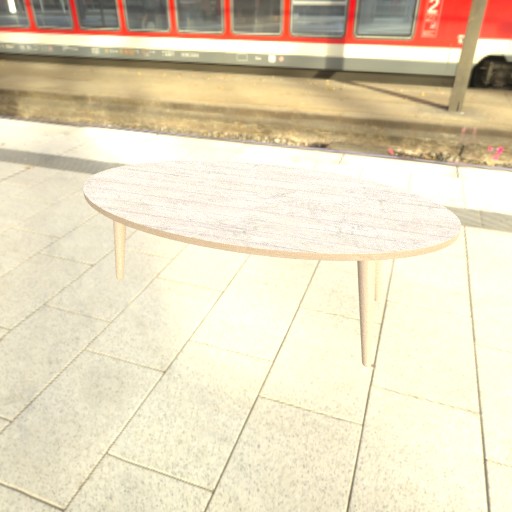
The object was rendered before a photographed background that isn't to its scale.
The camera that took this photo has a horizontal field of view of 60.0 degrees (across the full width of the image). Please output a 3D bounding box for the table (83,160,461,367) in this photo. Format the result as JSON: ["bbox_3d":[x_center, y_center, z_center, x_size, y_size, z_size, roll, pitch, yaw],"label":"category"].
[{"bbox_3d":[0.000,0.000,1.356,1.083,0.390,0.542,10,33,15],"label":"table"}]
